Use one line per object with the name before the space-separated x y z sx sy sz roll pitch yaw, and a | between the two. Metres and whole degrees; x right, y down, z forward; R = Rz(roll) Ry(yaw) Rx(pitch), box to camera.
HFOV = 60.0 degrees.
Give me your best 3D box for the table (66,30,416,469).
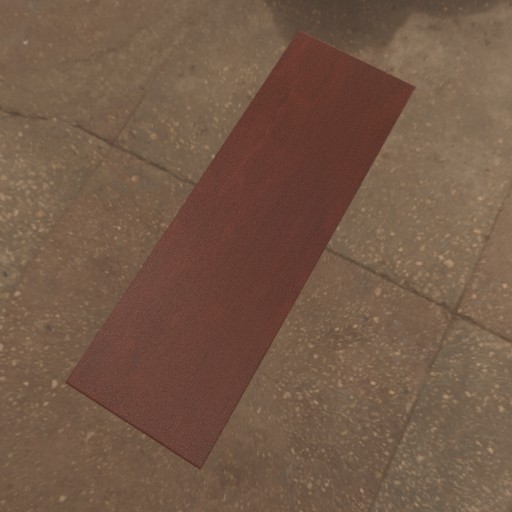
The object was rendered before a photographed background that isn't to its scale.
table | 0.000 0.000 1.544 0.392 0.739 1.188 29 78 7
